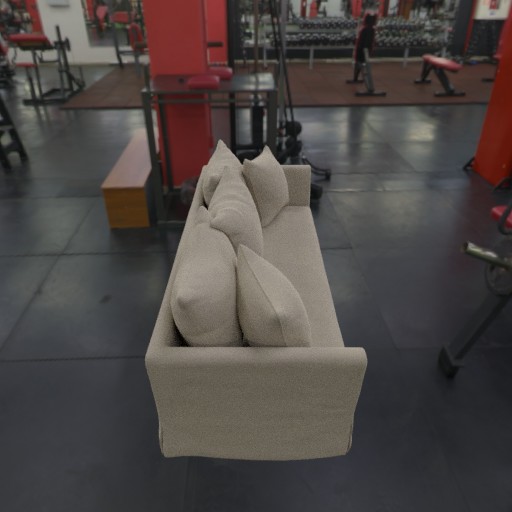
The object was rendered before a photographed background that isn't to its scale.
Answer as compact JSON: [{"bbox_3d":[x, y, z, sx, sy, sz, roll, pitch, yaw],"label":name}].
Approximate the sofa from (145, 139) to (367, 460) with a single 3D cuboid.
[{"bbox_3d":[0.000,0.000,3.116,1.046,1.047,2.499,0,31,0],"label":"sofa"}]
